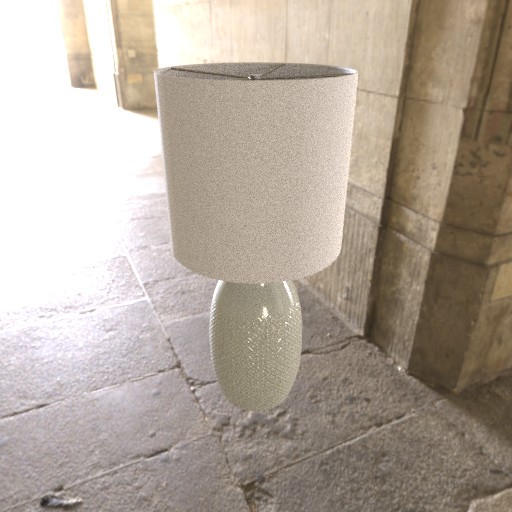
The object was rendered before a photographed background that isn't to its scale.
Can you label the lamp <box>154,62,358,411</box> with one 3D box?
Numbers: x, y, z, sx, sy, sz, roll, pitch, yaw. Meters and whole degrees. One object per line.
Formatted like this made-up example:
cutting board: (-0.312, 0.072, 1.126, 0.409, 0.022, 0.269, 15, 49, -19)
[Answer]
lamp: (0.000, 0.000, 0.582, 0.217, 0.453, 0.217, 9, 29, 17)
